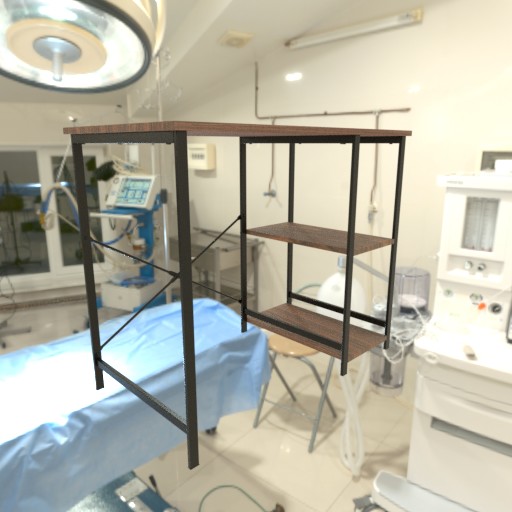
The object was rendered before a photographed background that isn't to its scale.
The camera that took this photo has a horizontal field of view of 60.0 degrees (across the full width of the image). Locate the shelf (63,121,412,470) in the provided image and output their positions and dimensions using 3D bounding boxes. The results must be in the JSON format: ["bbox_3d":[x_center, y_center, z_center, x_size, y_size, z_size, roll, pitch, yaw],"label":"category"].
[{"bbox_3d":[0.000,0.000,1.364,0.902,0.750,0.498,-14,20,-43],"label":"shelf"}]
